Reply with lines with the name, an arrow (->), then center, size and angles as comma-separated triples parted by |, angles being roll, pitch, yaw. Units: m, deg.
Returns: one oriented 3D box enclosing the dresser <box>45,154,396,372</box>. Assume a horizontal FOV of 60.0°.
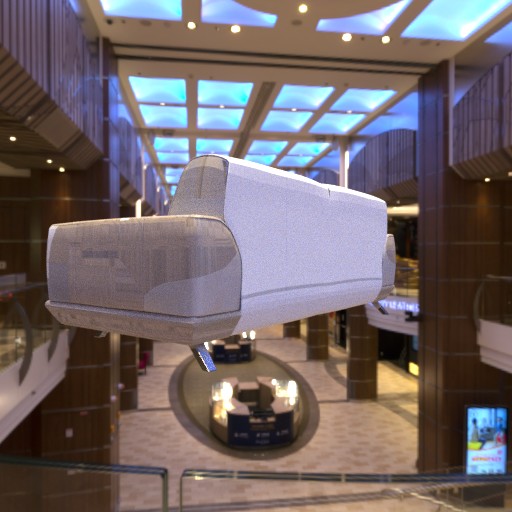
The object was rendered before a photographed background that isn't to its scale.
dresser -> 0.000, 0.000, 5.924 | 2.251, 1.863, 4.679 | 0, 0, 36
